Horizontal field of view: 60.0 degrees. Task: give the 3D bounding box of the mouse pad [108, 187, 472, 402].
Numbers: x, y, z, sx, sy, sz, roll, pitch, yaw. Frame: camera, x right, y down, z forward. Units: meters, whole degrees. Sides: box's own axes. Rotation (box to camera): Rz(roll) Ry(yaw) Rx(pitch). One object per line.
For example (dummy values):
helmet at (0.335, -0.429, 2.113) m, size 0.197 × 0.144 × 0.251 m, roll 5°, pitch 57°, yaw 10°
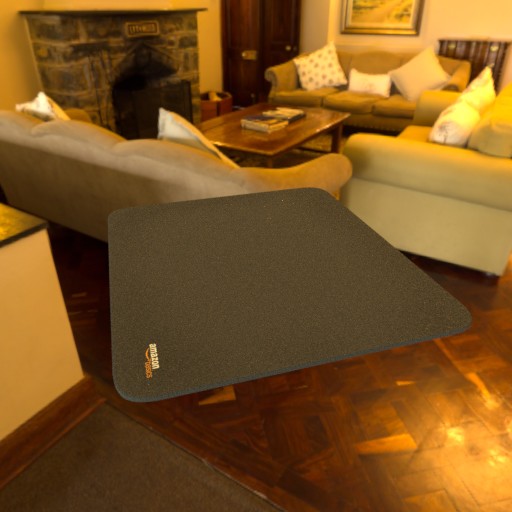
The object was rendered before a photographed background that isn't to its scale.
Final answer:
mouse pad at (0.000, 0.000, 0.320) m, size 0.203 × 0.003 × 0.229 m, roll -9°, pitch 31°, yaw -15°
